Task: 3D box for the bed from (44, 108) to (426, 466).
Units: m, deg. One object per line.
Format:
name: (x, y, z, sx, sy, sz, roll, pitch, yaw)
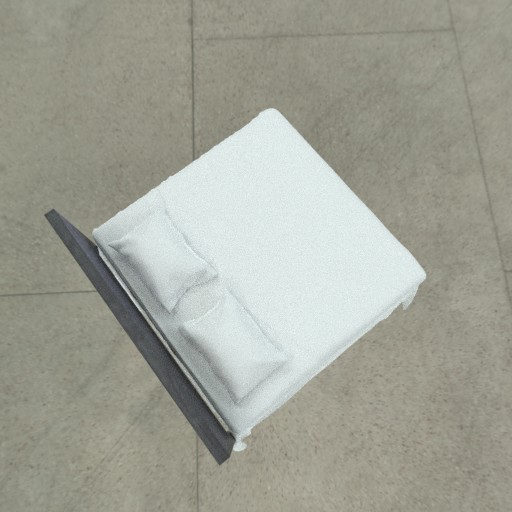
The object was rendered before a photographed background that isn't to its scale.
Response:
bed: (0.000, 0.000, 3.562, 2.165, 1.158, 2.255, -37, 77, -10)
